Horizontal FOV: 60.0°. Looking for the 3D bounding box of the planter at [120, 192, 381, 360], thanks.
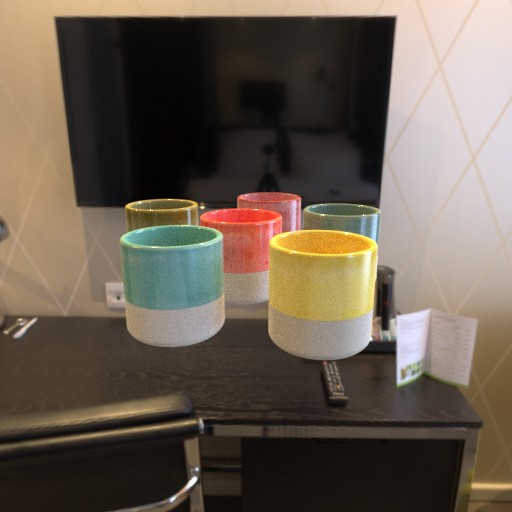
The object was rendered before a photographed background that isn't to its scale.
[{"bbox_3d":[0.000,0.000,0.412,0.257,0.075,0.286,-8,18,-28],"label":"planter"}]
